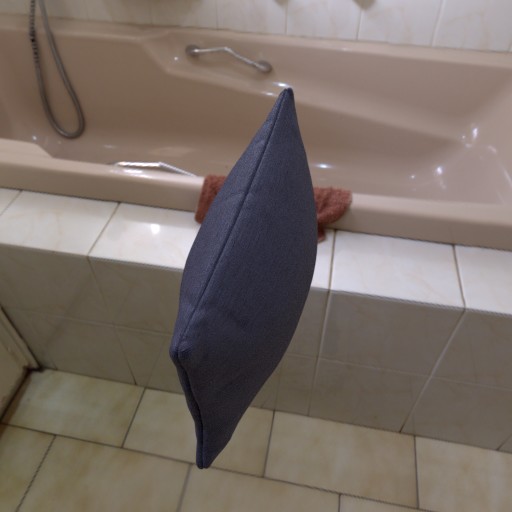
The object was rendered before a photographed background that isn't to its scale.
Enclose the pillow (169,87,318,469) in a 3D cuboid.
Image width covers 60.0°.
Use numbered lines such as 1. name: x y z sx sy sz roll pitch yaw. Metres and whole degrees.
1. pillow: 0.000 0.000 0.786 0.210 0.338 0.633 10 46 9
